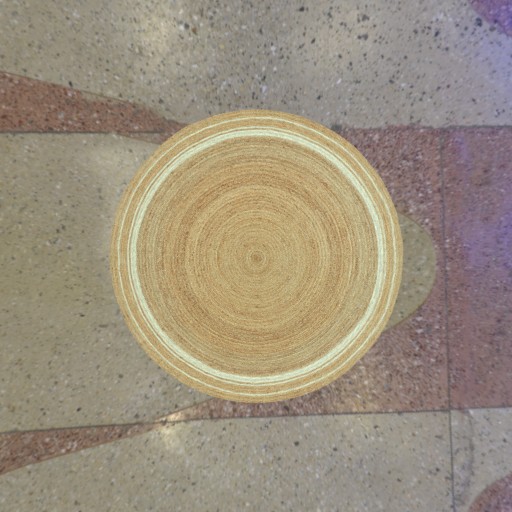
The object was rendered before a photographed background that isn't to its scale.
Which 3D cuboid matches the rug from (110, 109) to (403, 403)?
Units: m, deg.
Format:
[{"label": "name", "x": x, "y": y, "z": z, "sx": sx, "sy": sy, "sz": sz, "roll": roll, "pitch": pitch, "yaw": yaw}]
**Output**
[{"label": "rug", "x": 0.000, "y": 0.000, "z": 3.698, "sx": 2.444, "sy": 0.015, "sz": 2.444, "roll": 0, "pitch": 90, "yaw": 1}]
